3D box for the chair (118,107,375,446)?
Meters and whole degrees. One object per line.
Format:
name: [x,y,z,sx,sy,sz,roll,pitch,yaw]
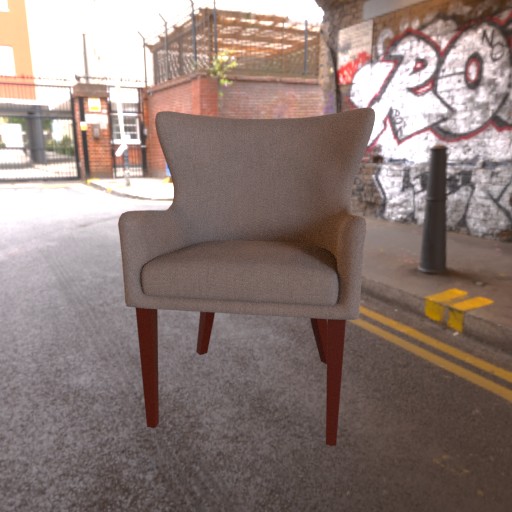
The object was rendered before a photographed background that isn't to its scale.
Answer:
chair: [0.000,0.000,1.462,0.732,0.948,0.677,2,14,9]
